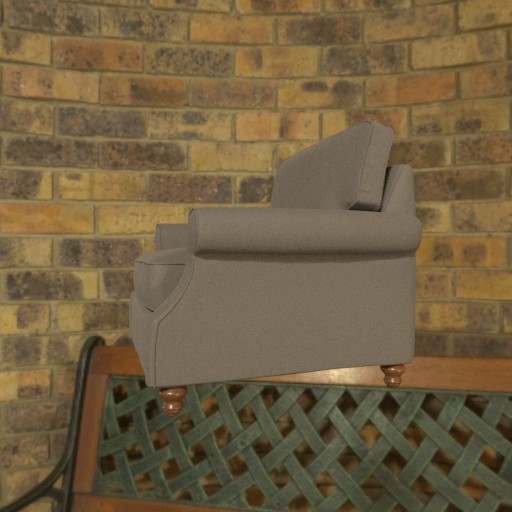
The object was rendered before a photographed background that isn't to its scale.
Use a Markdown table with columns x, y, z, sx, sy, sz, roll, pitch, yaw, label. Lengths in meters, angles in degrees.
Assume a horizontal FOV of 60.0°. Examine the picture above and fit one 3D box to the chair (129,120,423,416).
| x | y | z | sx | sy | sz | roll | pitch | yaw | label |
| --- | --- | --- | --- | --- | --- | --- | --- | --- | --- |
| 0.000 | 0.000 | 1.831 | 0.966 | 0.967 | 1.029 | 0 | 1 | -19 | chair |
